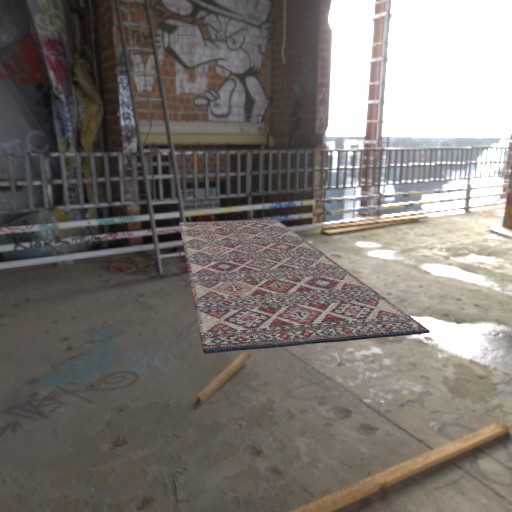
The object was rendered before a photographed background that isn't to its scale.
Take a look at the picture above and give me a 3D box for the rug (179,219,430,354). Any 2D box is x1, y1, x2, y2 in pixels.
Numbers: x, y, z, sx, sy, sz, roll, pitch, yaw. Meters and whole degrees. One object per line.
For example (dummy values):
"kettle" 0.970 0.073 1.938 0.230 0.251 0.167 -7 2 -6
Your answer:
"rug" 0.000 0.000 2.651 0.832 0.008 2.362 -3 15 -11
